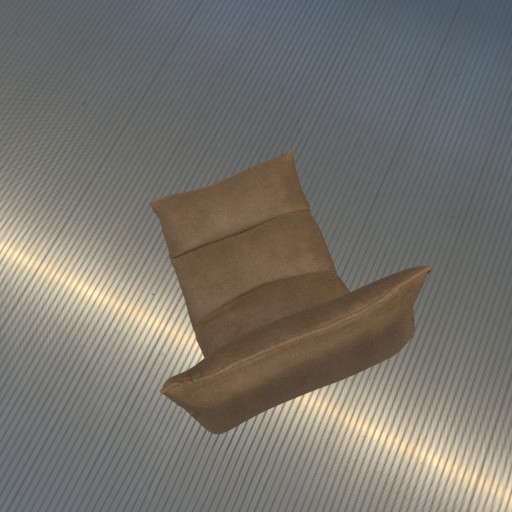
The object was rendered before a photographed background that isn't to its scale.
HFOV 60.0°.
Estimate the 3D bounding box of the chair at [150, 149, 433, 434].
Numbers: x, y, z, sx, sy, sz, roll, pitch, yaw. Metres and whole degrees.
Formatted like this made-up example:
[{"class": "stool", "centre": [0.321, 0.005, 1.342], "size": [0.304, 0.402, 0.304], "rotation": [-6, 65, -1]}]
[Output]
[{"class": "chair", "centre": [0.000, 0.000, 1.548], "size": [0.714, 0.892, 0.985], "rotation": [-20, 76, -5]}]
